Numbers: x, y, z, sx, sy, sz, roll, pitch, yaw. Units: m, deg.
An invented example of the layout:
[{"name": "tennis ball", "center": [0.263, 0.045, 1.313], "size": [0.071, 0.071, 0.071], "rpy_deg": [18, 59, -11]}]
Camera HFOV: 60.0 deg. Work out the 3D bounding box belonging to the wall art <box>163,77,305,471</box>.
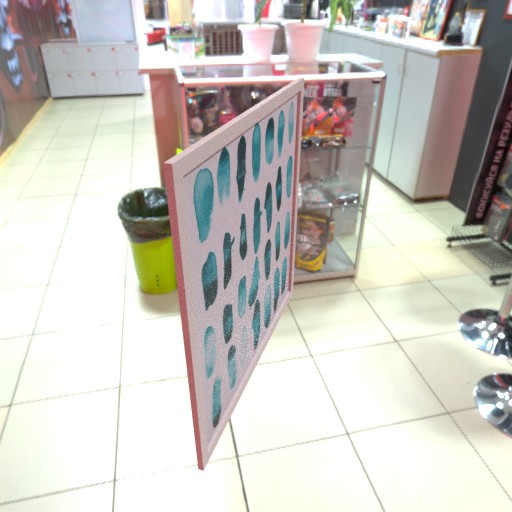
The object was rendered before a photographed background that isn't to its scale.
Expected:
[{"name": "wall art", "center": [0.000, 0.000, 0.698], "size": [0.009, 0.457, 0.456], "rpy_deg": [11, 33, 17]}]
